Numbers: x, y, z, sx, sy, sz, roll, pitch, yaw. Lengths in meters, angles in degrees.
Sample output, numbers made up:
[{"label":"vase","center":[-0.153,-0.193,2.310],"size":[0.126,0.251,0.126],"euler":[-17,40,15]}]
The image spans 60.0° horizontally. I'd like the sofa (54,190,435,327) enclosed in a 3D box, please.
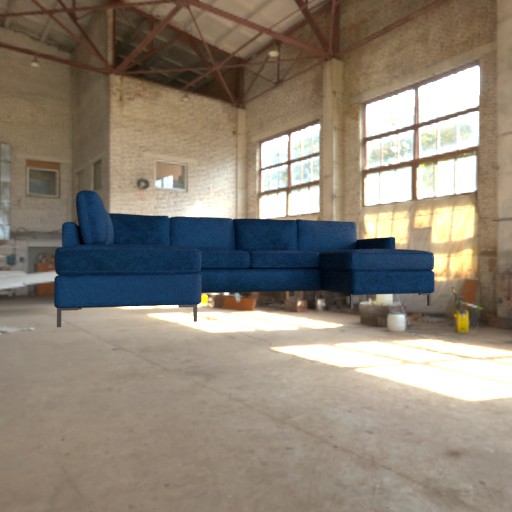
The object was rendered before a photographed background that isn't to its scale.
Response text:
[{"label":"sofa","center":[0.000,0.000,4.414],"size":[3.434,0.992,2.055],"euler":[0,-1,-17]}]
